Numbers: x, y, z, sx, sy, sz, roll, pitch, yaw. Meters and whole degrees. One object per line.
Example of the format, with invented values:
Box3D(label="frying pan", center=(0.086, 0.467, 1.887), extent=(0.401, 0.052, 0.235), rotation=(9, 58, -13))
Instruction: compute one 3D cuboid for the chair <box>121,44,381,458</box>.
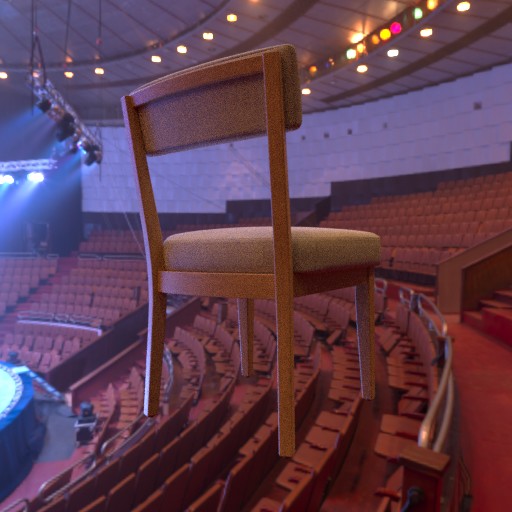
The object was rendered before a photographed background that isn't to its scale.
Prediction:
Box3D(label="chair", center=(0.000, 0.000, 1.180), extent=(0.508, 0.832, 0.572), rotation=(0, 0, 34))
